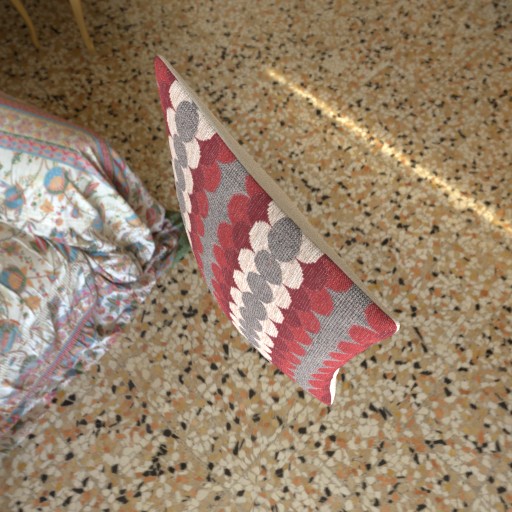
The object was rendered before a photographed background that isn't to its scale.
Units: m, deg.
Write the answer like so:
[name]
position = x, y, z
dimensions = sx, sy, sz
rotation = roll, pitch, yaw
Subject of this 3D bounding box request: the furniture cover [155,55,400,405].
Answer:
[furniture cover]
position = 0.000, 0.000, 0.648
dimensions = 0.145, 0.420, 0.435
rotation = -32, 67, -15
